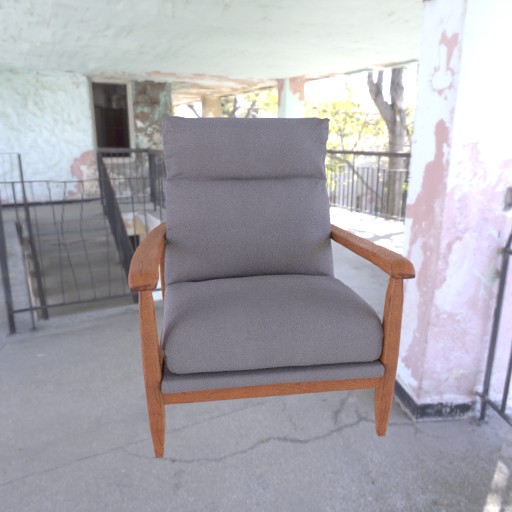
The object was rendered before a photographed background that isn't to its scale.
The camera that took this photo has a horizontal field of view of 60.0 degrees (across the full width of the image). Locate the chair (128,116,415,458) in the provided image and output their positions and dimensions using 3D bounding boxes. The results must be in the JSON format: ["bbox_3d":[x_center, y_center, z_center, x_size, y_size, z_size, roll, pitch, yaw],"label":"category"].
[{"bbox_3d":[0.000,0.000,1.494,0.782,0.922,0.816,-2,15,-8],"label":"chair"}]
